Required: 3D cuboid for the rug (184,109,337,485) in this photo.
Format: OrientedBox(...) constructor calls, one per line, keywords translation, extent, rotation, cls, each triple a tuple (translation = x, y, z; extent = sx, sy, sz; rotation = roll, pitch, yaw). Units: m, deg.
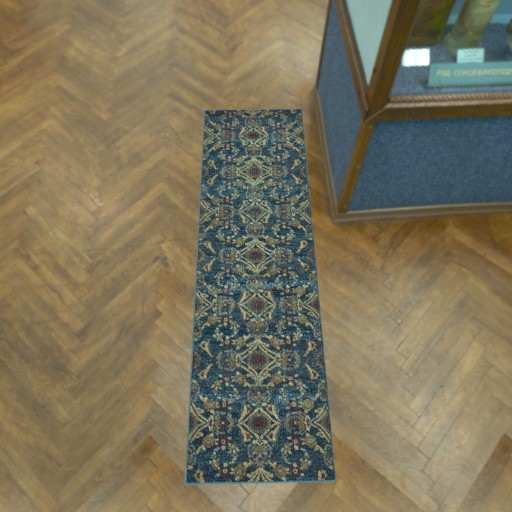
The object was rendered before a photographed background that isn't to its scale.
OrientedBox(translation=(0.000, 0.000, 2.511), extent=(0.685, 0.014, 2.292), rotation=(-1, 62, 0), cls="rug")
